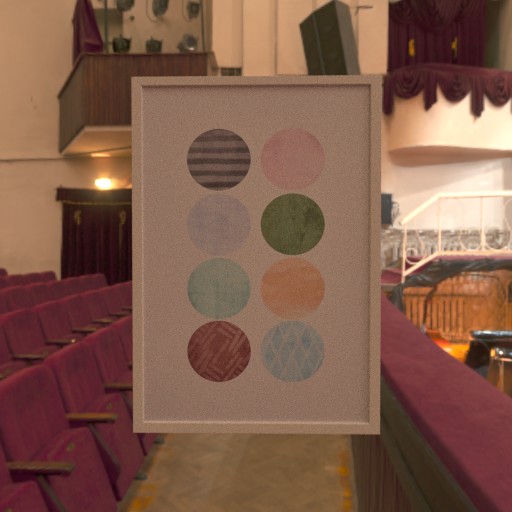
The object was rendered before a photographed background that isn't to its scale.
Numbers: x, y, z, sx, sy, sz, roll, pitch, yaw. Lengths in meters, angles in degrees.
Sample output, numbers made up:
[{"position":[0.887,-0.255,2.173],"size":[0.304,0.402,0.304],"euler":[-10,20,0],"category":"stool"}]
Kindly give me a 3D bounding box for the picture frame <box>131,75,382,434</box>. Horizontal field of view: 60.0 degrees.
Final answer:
[{"position":[0.000,0.000,0.821],"size":[0.457,0.657,0.013],"euler":[0,1,1],"category":"picture frame"}]
